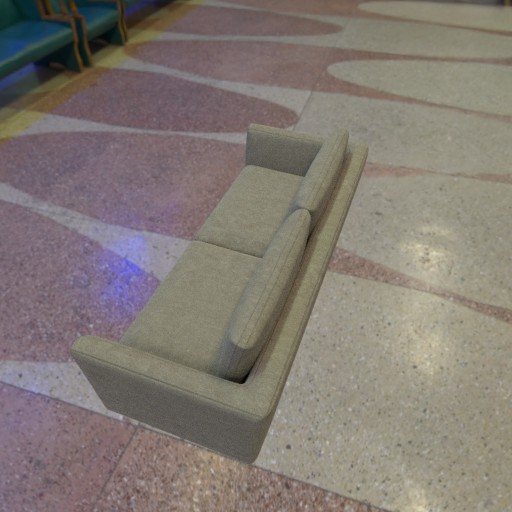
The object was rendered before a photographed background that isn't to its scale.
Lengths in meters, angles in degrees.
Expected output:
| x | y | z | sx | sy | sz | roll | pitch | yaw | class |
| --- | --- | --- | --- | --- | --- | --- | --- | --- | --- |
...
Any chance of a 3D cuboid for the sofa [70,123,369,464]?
| x | y | z | sx | sy | sz | roll | pitch | yaw | class |
| --- | --- | --- | --- | --- | --- | --- | --- | --- | --- |
| 0.000 | 0.000 | 2.609 | 0.889 | 0.864 | 2.121 | 15 | 46 | 15 | sofa |
